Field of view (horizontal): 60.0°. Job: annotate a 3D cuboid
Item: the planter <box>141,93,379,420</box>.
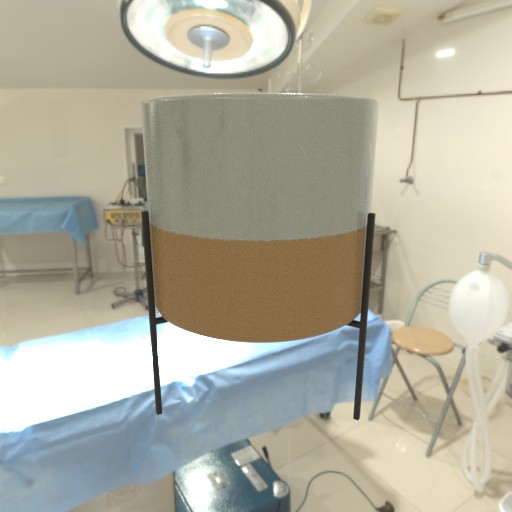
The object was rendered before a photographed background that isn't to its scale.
[{"bbox_3d":[0.000,0.000,0.724,0.360,0.480,0.348,-8,18,-27],"label":"planter"}]
